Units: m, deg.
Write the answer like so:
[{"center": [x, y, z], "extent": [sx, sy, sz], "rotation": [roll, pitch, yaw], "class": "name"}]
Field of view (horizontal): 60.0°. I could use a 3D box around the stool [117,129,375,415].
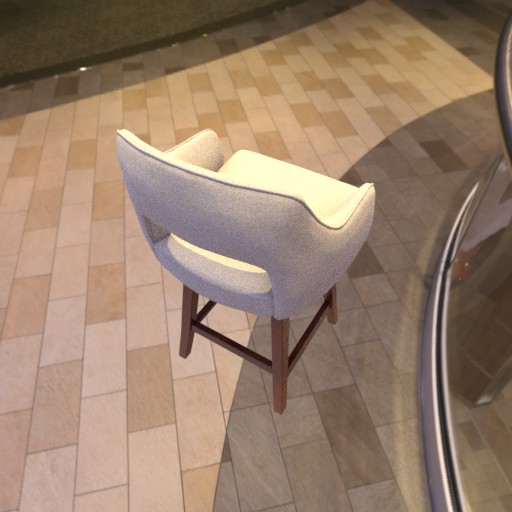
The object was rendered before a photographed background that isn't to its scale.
[{"center": [0.000, 0.000, 1.292], "extent": [0.550, 0.936, 0.560], "rotation": [24, 50, 21], "class": "stool"}]
